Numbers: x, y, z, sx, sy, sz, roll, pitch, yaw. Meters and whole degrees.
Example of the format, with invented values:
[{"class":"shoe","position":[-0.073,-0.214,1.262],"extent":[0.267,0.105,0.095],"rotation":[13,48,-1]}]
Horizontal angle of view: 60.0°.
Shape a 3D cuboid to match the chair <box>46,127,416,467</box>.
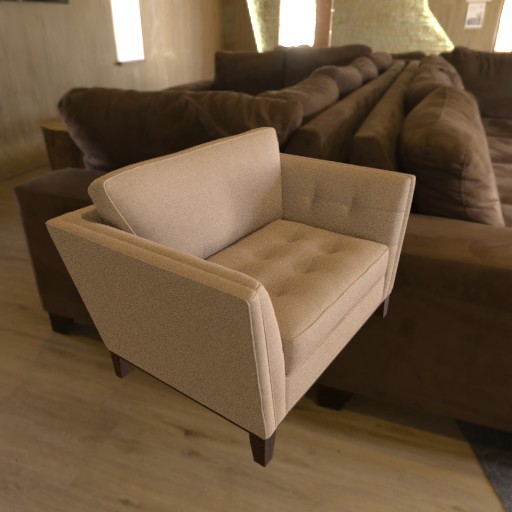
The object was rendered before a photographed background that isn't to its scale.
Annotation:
[{"class":"chair","position":[0.000,0.000,2.052],"extent":[0.965,0.940,1.397],"rotation":[18,32,31]}]
